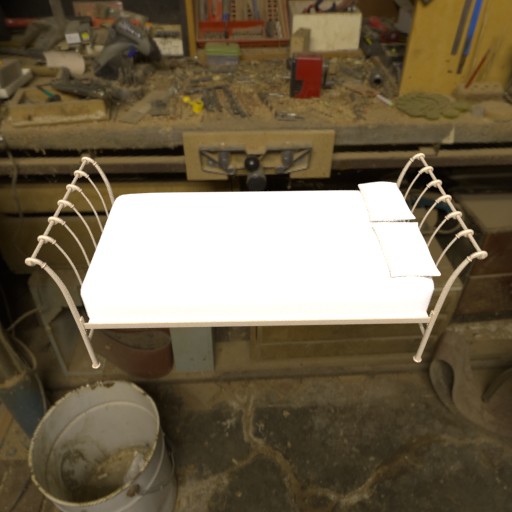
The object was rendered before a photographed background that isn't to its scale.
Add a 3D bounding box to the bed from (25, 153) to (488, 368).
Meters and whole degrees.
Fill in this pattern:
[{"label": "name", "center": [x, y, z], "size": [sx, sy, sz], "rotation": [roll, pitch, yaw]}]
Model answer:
[{"label": "bed", "center": [0.000, 0.000, 2.778], "size": [2.228, 0.873, 1.032], "rotation": [-1, 41, -1]}]
